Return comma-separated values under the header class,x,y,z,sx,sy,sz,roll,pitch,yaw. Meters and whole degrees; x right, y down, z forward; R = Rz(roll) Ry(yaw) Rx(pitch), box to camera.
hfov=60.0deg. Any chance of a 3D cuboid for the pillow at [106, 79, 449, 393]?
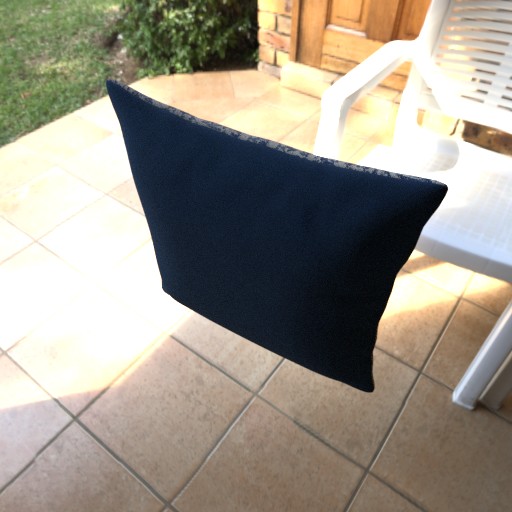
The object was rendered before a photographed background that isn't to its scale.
class,x,y,z,sx,sy,sz,roll,pitch,yaw
pillow,0.000,0.000,0.770,0.523,0.510,0.166,23,51,21
